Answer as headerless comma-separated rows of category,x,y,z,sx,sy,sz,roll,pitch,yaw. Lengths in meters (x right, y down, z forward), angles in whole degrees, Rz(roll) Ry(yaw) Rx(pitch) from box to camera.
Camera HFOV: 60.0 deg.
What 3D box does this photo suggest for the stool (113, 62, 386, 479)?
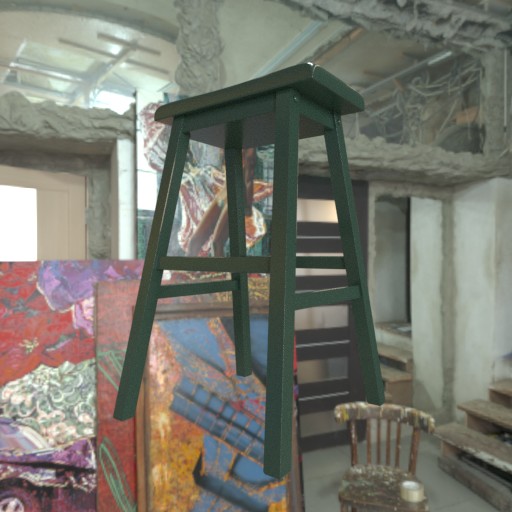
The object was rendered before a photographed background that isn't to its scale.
stool,0.000,0.000,1.058,0.457,0.737,0.476,0,0,37
